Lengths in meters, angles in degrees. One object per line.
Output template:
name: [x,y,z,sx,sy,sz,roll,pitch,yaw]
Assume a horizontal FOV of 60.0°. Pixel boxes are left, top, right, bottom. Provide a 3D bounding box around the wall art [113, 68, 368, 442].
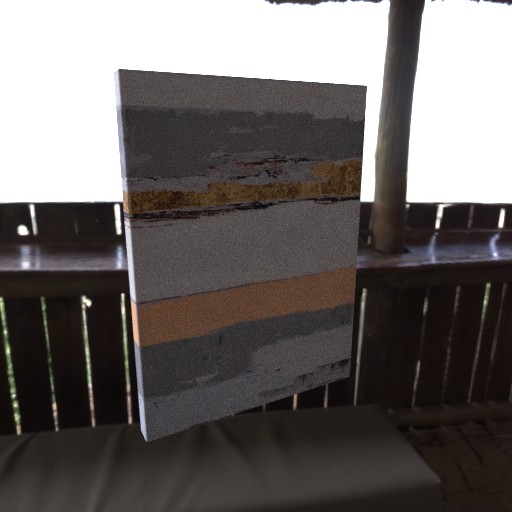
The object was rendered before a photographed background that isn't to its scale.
wall art: [0.000,0.000,0.815,0.456,0.609,0.038,-8,17,-28]
